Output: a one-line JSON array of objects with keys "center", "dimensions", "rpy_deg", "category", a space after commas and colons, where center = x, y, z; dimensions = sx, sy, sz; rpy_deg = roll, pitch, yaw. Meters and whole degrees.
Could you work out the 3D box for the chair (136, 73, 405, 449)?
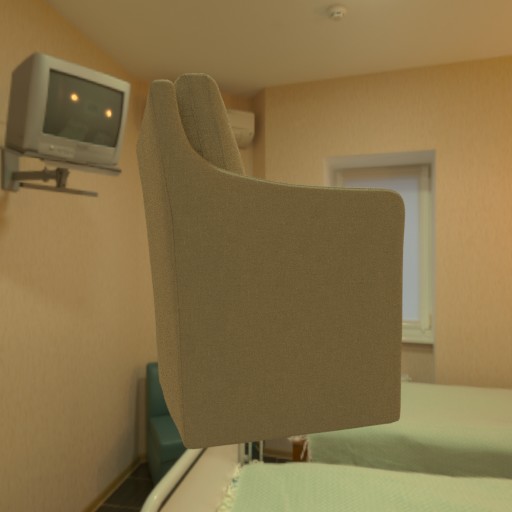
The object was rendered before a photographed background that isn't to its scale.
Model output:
[{"center": [0.000, 0.000, 1.380], "dimensions": [0.694, 0.914, 0.626], "rpy_deg": [0, 0, -18], "category": "chair"}]
